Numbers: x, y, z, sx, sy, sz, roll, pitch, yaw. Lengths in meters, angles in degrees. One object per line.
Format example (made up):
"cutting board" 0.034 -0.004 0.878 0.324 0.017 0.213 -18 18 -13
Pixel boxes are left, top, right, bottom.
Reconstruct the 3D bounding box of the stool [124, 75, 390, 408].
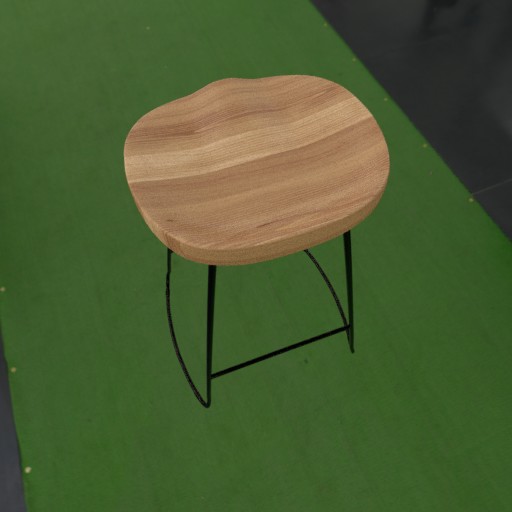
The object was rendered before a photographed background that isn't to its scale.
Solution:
"stool" 0.000 0.000 0.958 0.480 0.679 0.401 -18 62 -10
